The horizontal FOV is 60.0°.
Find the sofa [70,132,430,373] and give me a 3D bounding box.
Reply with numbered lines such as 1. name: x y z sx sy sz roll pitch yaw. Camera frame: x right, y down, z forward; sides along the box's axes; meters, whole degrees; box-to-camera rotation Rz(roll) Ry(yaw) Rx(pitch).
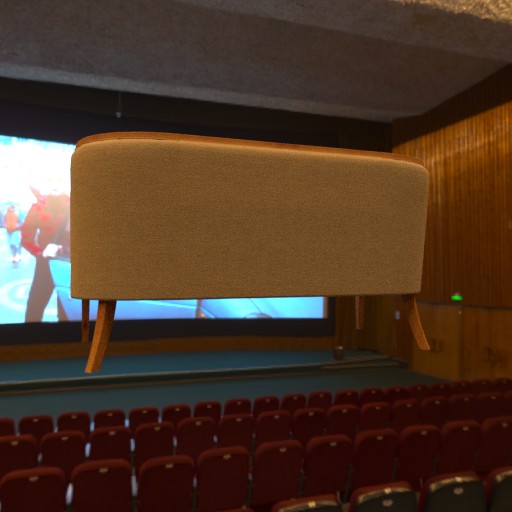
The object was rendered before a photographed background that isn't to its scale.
1. sofa: 0.000 0.000 1.912 1.474 0.775 0.770 0 -1 -18
